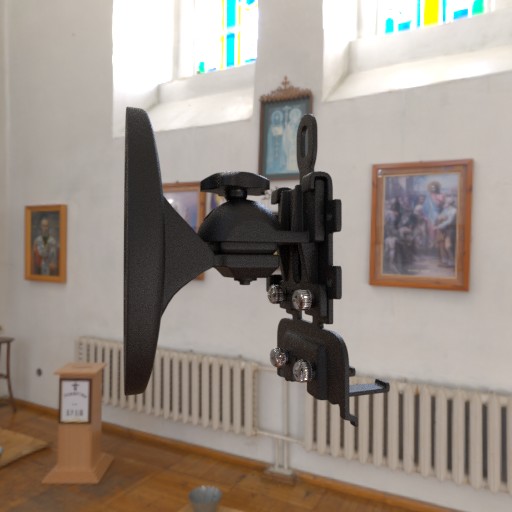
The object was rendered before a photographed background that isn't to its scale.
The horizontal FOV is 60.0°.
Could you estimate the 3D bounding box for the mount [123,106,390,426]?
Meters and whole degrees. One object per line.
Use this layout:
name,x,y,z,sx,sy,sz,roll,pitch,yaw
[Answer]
mount,0.000,0.000,0.177,0.100,0.118,0.066,0,-1,-18
